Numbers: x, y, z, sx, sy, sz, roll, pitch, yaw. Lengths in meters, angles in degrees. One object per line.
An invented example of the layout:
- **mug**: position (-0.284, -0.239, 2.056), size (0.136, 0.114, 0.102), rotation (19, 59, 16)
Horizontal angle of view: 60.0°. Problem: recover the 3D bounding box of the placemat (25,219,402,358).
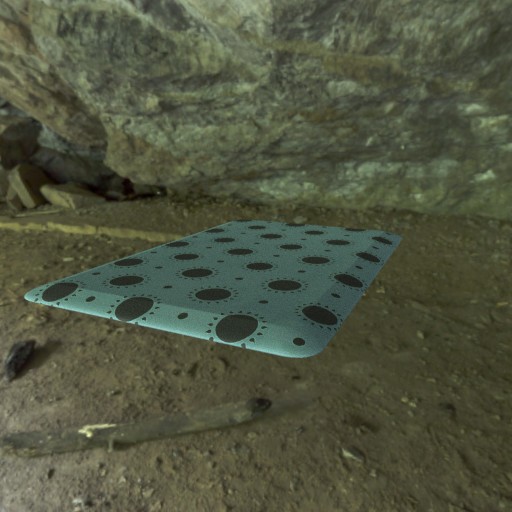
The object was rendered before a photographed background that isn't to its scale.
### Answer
- **placemat**: position (0.000, 0.000, 0.945), size (0.508, 0.021, 0.762), rotation (7, 16, 24)
